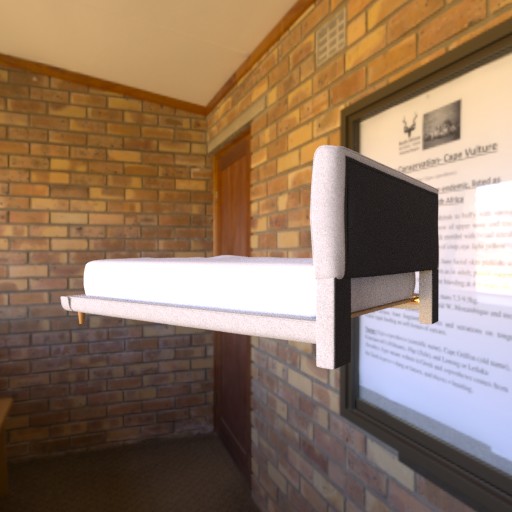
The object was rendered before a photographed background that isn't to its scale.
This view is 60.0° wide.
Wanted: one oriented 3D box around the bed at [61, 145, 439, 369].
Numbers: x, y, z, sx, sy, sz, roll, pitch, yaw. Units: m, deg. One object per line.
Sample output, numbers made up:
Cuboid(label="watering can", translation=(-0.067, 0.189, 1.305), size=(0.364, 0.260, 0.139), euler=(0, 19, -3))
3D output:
Cuboid(label="bed", translation=(0.000, 0.000, 3.655), size=(2.498, 1.126, 1.980), euler=(0, 0, 36))
